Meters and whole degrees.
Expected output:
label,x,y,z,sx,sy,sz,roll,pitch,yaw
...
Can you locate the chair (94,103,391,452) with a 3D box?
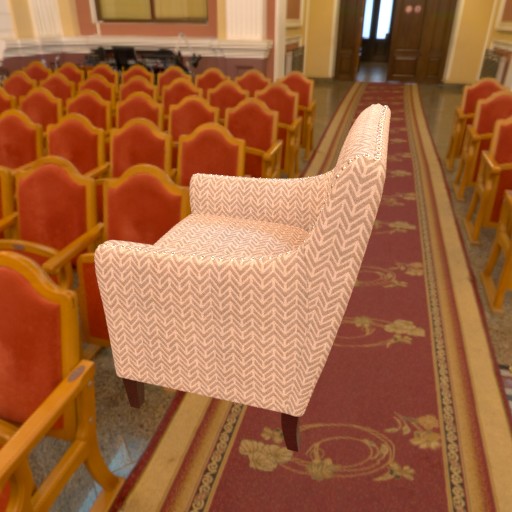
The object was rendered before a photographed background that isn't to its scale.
label,x,y,z,sx,sy,sz,roll,pitch,yaw
chair,0.000,0.000,1.292,0.651,0.816,0.623,8,29,14
